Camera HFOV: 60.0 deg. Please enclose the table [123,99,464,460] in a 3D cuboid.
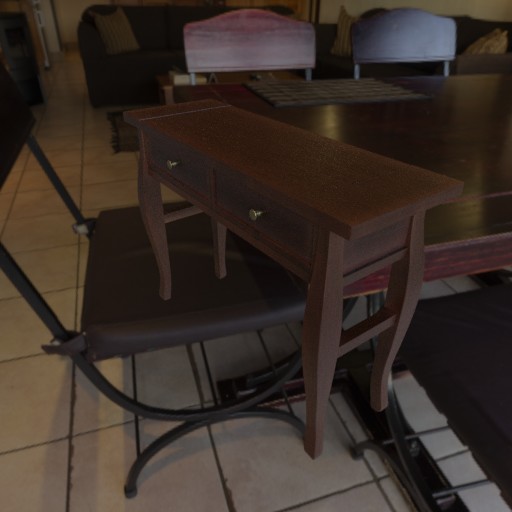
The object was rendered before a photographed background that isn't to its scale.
[{"bbox_3d":[0.000,0.000,1.447,0.373,0.768,1.062,-21,37,-31],"label":"table"}]
